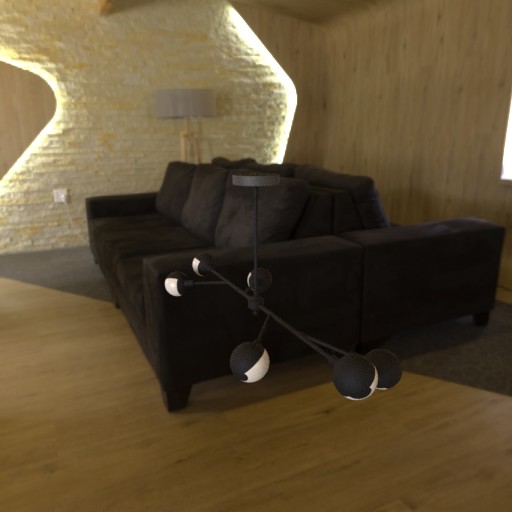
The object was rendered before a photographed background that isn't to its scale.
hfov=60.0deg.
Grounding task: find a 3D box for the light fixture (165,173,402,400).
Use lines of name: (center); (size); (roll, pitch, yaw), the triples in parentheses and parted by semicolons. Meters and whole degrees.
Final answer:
light fixture: (0.000, 0.000, 0.998); (0.434, 0.362, 0.778); (-2, 15, -9)
